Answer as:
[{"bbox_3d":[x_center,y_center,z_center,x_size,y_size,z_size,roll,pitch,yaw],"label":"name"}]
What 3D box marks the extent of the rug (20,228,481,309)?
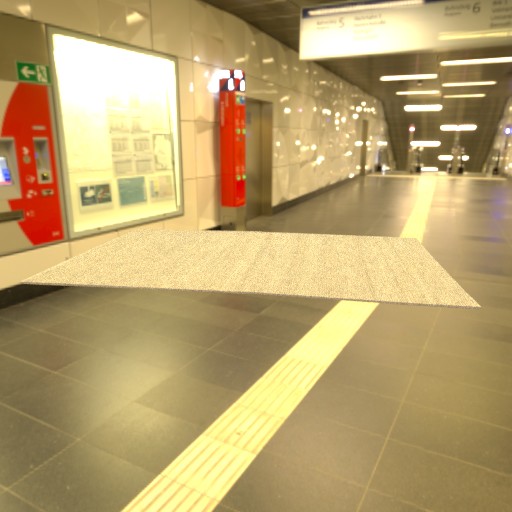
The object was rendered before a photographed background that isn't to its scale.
[{"bbox_3d":[0.000,0.000,2.278,1.820,0.022,1.179,2,15,9],"label":"rug"}]
